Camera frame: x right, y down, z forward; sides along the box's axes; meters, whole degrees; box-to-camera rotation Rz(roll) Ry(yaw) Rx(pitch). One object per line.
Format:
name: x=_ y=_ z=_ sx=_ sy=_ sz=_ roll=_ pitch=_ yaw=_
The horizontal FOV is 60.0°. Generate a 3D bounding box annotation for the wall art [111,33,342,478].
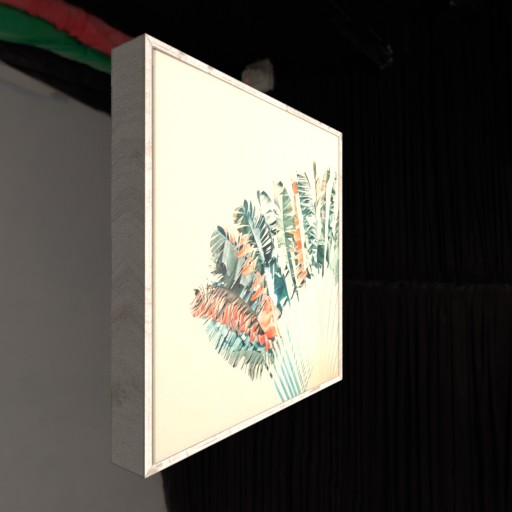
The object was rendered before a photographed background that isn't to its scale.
wall art: x=0.000 y=0.000 z=0.435 sx=0.038 sy=0.303 sz=0.305 roll=0 pitch=0 yaw=37
